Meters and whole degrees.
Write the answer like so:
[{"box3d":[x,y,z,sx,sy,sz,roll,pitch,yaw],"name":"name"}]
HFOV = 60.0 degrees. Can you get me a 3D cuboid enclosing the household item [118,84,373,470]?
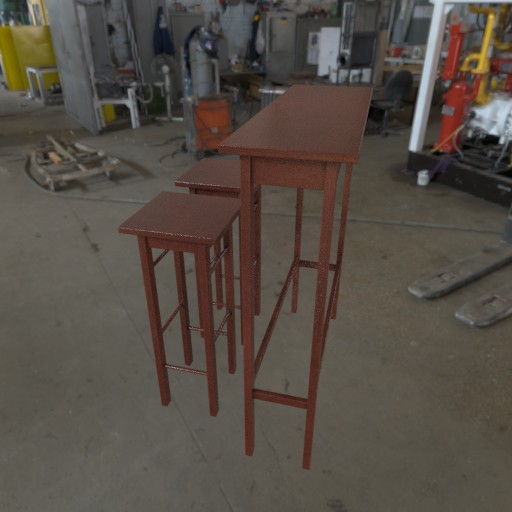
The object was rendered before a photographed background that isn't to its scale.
[{"box3d":[0.000,0.000,1.631,0.676,1.067,0.914,7,30,13],"name":"household item"}]
